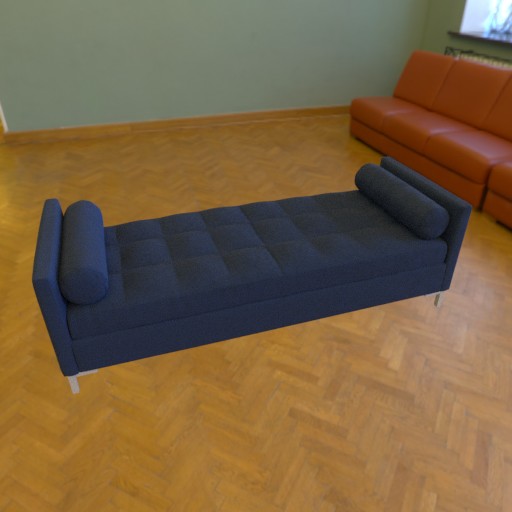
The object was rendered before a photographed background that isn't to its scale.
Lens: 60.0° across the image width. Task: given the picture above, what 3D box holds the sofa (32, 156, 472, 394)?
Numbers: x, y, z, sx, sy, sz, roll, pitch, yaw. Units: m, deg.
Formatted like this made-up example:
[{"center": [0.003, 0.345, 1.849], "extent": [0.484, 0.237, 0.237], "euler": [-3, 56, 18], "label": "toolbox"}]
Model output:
[{"center": [0.000, 0.000, 2.453], "extent": [2.102, 0.657, 0.797], "euler": [-10, 34, -15], "label": "sofa"}]
